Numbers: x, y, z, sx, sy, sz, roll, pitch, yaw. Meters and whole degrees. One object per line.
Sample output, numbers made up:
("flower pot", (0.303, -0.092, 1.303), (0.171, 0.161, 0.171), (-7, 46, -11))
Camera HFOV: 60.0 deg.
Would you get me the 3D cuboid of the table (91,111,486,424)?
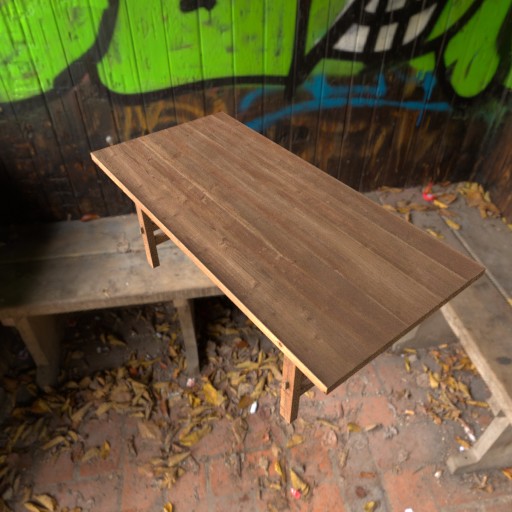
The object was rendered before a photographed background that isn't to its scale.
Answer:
("table", (0.000, 0.000, 2.526), (0.952, 0.760, 2.003), (-27, 49, -27))
